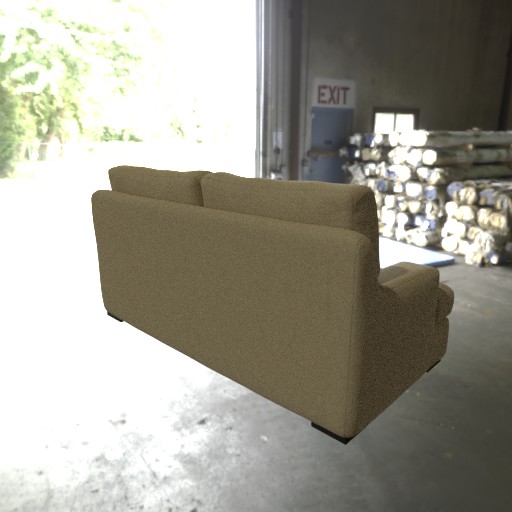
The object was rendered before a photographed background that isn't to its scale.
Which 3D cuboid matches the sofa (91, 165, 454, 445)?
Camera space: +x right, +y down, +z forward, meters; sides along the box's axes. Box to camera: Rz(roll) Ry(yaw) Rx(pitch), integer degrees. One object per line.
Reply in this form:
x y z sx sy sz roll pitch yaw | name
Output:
0.000 0.000 2.457 1.885 0.967 0.962 14 21 42 | sofa
